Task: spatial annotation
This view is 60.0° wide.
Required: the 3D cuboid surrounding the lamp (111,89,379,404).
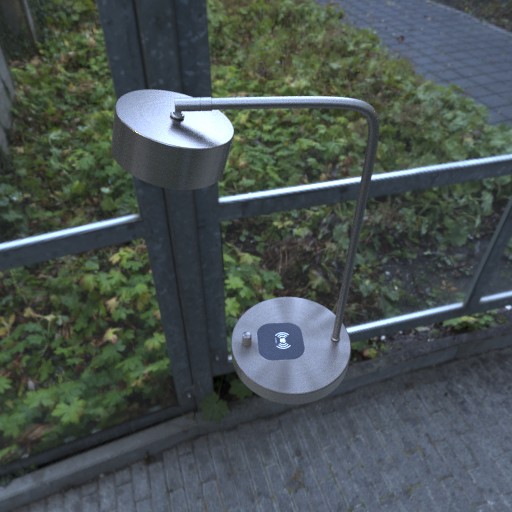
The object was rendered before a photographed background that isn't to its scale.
[{"bbox_3d":[0.000,0.000,0.642,0.334,0.469,0.211,-2,42,-2],"label":"lamp"}]
